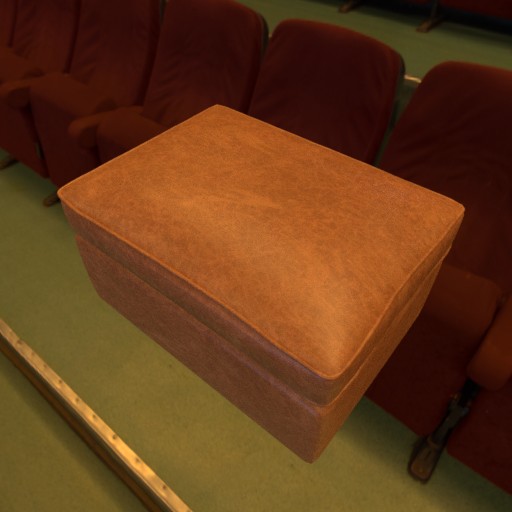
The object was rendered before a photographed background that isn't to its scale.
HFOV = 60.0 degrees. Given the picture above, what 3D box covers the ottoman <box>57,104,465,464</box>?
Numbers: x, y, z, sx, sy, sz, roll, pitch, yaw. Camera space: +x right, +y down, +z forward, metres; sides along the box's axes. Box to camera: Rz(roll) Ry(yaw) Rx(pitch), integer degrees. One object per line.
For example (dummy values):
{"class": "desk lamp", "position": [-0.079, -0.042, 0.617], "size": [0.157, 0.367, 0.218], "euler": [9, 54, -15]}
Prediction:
{"class": "ottoman", "position": [0.000, 0.000, 1.099], "size": [0.756, 0.468, 0.554], "euler": [30, 53, 26]}
